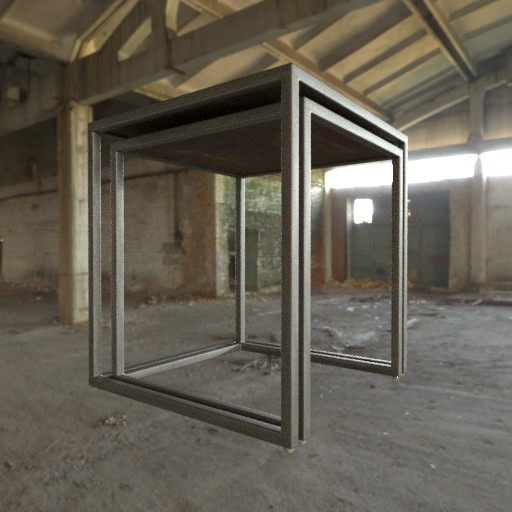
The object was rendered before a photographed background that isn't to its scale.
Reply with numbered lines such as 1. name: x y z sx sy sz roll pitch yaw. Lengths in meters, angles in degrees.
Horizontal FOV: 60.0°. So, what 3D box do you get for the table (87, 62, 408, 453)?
1. table: 0.000 0.000 0.873 0.449 0.500 0.450 1 1 37
